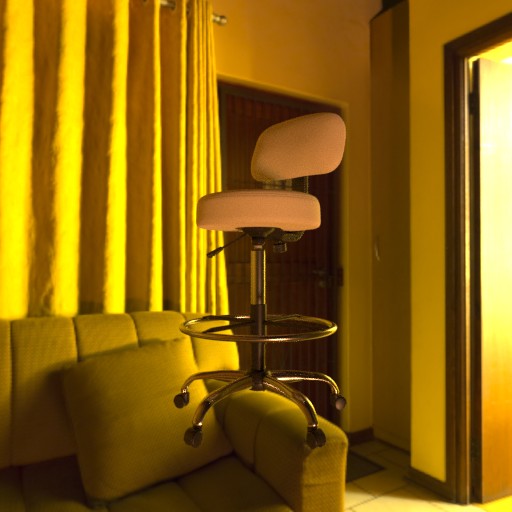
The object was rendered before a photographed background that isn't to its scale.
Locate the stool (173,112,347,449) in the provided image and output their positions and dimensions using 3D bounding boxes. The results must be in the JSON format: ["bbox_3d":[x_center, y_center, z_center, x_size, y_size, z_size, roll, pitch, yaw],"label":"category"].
[{"bbox_3d":[0.000,0.000,1.481,0.609,1.080,0.616,0,-1,39],"label":"stool"}]
